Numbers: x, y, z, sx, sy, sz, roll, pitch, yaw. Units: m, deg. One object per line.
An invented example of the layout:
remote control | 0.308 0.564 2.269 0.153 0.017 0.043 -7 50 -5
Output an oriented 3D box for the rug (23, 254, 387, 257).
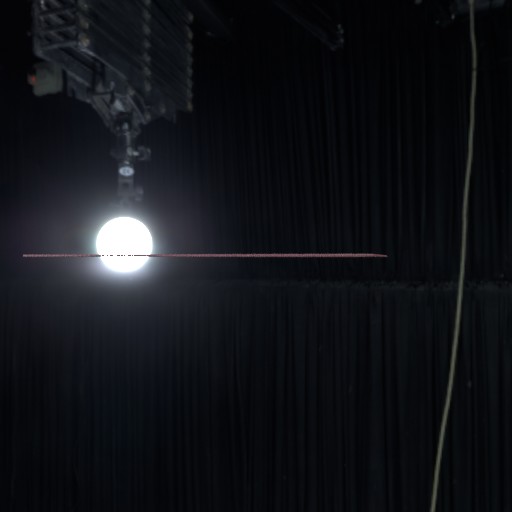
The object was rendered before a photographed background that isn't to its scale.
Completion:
rug | 0.000 0.000 2.899 1.599 0.011 2.210 0 0 18
